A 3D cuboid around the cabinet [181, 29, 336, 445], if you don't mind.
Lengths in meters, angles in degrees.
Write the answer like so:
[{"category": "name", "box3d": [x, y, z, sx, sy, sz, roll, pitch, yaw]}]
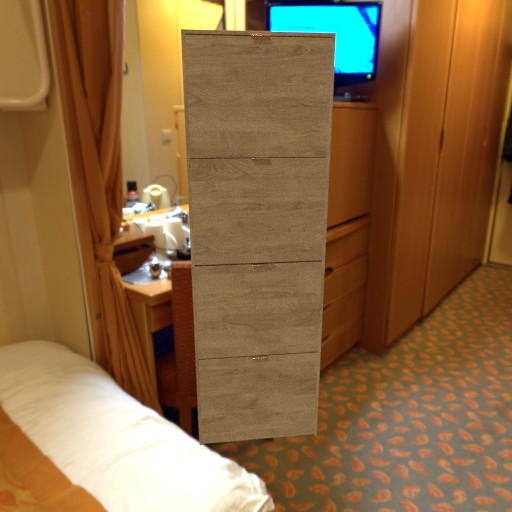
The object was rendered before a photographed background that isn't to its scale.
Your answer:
[{"category": "cabinet", "box3d": [0.000, 0.000, 1.814, 0.520, 1.630, 0.250, -2, 17, -7]}]
